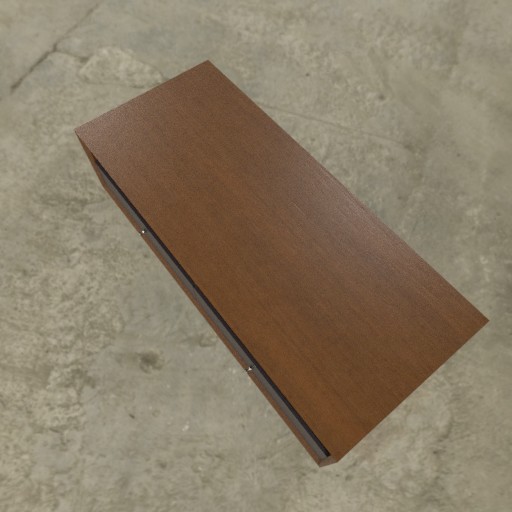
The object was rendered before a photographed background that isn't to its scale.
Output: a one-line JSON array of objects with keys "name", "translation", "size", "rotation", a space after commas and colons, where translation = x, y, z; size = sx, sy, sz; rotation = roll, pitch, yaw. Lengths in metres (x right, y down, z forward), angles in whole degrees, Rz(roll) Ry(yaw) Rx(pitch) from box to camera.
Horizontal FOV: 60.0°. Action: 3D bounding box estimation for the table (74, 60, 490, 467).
[{"name": "table", "translation": [0.000, 0.000, 1.360], "size": [0.490, 0.464, 1.119], "rotation": [-35, 68, -17]}]
